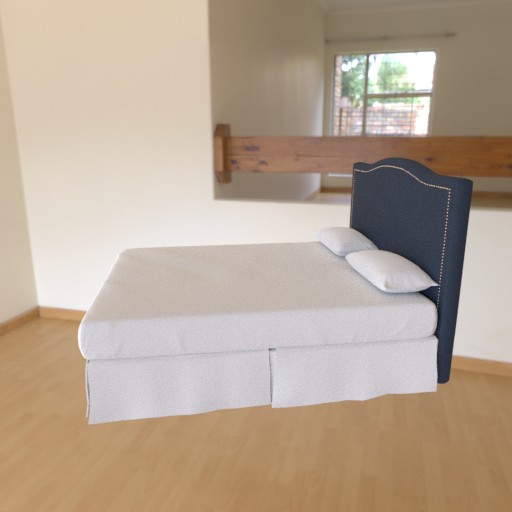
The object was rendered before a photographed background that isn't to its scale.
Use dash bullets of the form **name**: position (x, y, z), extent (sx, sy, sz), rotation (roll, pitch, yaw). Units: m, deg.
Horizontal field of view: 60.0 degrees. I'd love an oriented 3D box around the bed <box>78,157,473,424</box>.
- **bed**: position (0.000, 0.000, 3.349), extent (2.282, 1.436, 1.821), rotation (-2, 15, -8)
